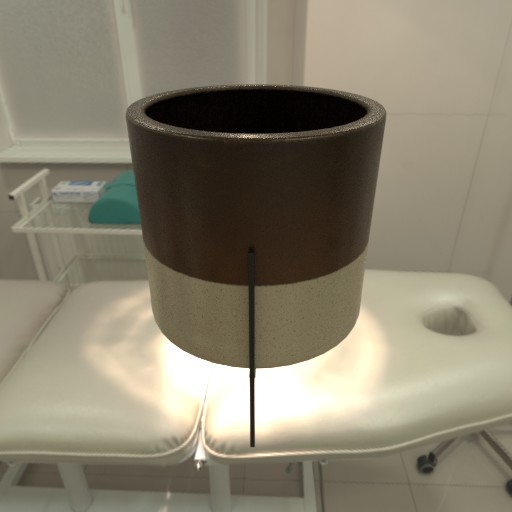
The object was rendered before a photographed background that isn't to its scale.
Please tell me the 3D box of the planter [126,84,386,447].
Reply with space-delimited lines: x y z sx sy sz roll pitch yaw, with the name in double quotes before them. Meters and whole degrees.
"planter" 0.000 0.000 0.708 0.345 0.465 0.354 1 30 2
